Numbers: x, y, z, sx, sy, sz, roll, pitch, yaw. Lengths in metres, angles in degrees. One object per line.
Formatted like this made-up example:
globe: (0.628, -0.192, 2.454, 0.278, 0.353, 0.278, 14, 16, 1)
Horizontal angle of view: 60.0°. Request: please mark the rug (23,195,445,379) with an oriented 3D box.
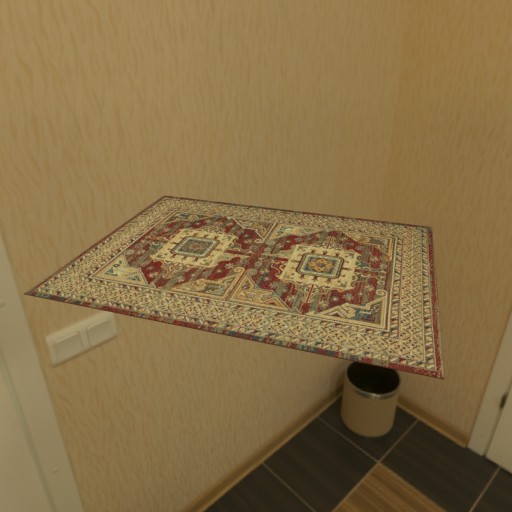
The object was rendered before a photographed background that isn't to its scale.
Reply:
rug: (0.000, 0.000, 4.165, 3.197, 0.013, 2.381, 8, 29, 15)
